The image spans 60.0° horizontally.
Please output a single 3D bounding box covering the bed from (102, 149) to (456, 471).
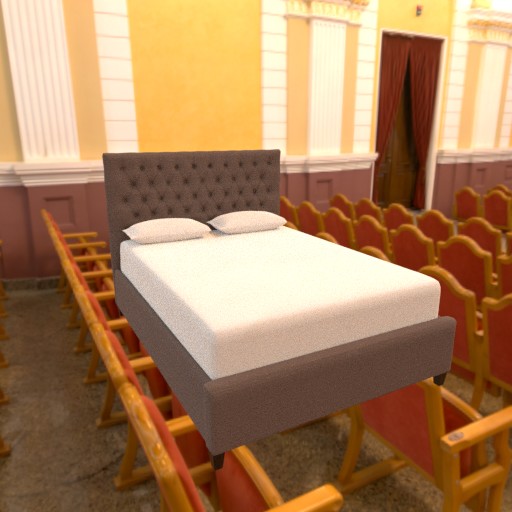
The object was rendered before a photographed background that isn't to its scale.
[{"bbox_3d":[0.000,0.000,3.259,1.696,1.426,2.233,-8,18,-27],"label":"bed"}]
